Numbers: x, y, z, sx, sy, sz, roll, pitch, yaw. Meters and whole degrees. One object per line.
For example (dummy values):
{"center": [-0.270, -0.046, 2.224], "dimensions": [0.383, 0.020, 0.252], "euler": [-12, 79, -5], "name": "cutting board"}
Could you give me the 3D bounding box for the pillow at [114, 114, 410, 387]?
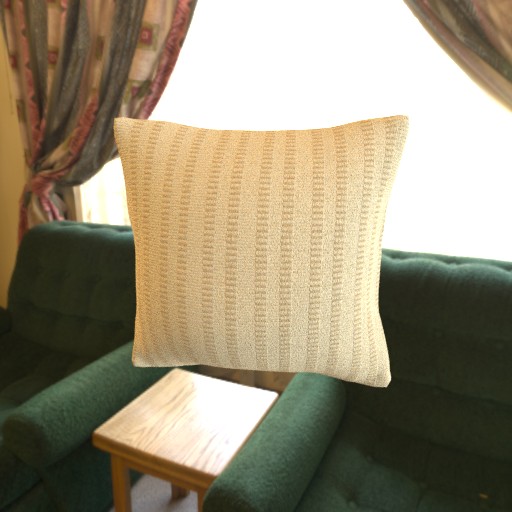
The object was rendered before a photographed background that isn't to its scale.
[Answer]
{"center": [0.000, 0.000, 0.692], "dimensions": [0.438, 0.419, 0.247], "euler": [2, 15, 8], "name": "pillow"}
